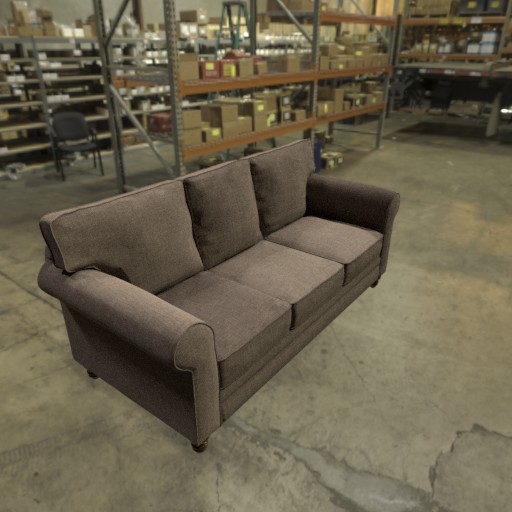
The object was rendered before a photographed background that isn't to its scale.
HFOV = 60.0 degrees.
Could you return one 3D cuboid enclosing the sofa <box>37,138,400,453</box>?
[{"bbox_3d":[0.000,0.000,2.537,0.916,0.961,2.084,19,32,33],"label":"sofa"}]
